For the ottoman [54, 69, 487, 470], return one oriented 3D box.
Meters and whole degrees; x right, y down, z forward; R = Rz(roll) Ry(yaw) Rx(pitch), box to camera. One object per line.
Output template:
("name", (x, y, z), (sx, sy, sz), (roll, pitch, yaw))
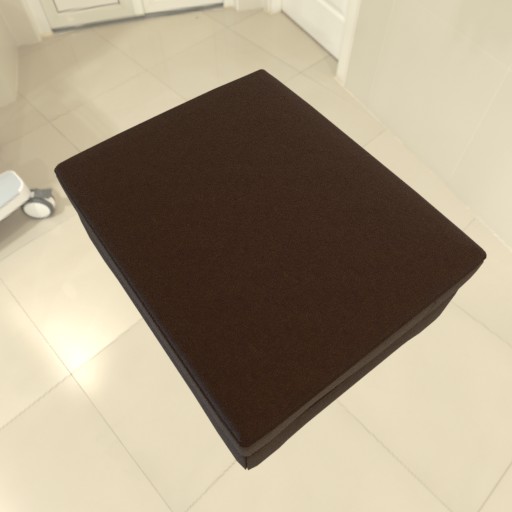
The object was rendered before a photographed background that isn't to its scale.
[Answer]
("ottoman", (0.000, 0.000, 1.738), (0.967, 0.730, 1.187), (-32, 63, -19))
